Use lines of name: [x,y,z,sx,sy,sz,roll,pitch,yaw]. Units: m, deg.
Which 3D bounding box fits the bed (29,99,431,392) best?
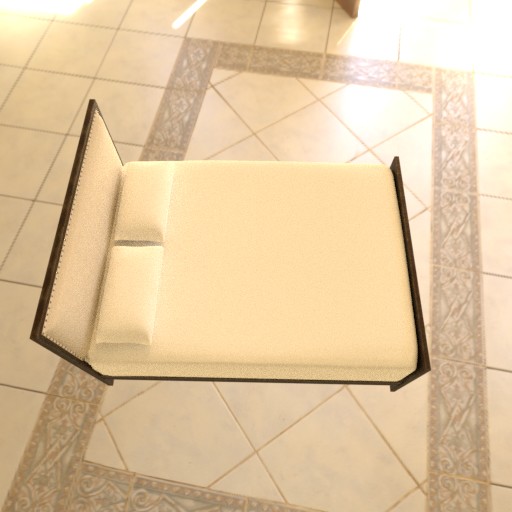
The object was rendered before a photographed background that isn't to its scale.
bed: [0.000,0.000,3.134,2.221,1.313,1.607,1,64,1]
